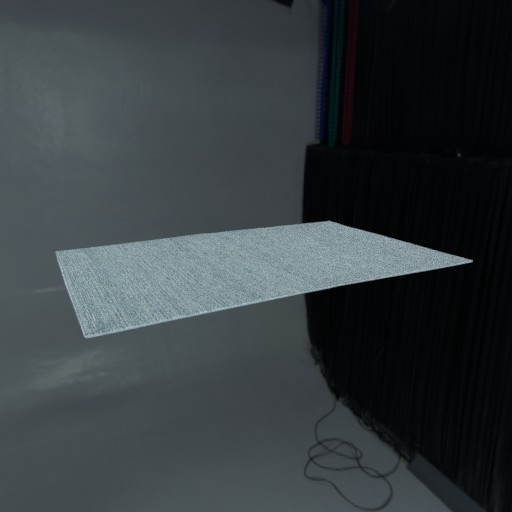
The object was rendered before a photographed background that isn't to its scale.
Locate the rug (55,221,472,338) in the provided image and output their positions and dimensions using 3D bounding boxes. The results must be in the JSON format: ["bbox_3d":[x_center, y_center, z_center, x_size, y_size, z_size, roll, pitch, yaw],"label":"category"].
[{"bbox_3d":[0.000,0.000,2.315,1.853,0.022,1.174,-8,18,-27],"label":"rug"}]
